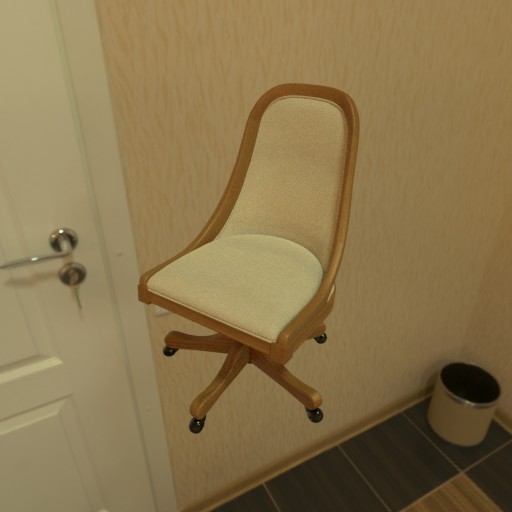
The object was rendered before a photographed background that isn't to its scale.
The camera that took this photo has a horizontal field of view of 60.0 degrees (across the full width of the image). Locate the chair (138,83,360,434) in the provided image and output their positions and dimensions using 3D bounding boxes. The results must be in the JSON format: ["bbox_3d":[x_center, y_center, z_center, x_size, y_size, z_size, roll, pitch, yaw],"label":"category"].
[{"bbox_3d":[0.000,0.000,1.535,0.702,1.009,0.811,18,36,27],"label":"chair"}]
